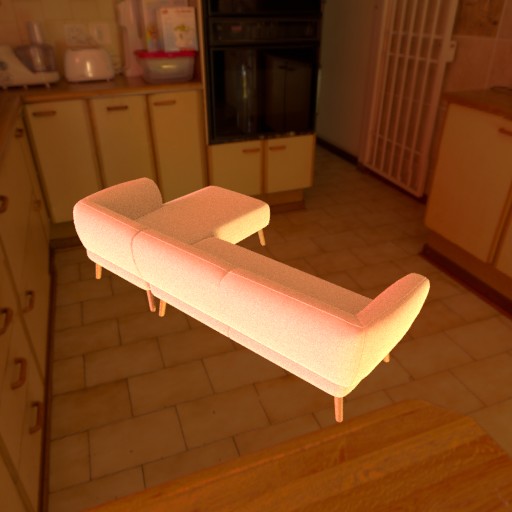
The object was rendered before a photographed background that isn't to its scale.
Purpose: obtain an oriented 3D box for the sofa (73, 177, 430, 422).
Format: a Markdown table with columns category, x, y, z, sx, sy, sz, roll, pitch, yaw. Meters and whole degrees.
| category | x | y | z | sx | sy | sz | roll | pitch | yaw |
| --- | --- | --- | --- | --- | --- | --- | --- | --- | --- |
| sofa | 0.000 | 0.000 | 3.445 | 2.660 | 0.730 | 1.610 | 22 | 37 | 33 |
